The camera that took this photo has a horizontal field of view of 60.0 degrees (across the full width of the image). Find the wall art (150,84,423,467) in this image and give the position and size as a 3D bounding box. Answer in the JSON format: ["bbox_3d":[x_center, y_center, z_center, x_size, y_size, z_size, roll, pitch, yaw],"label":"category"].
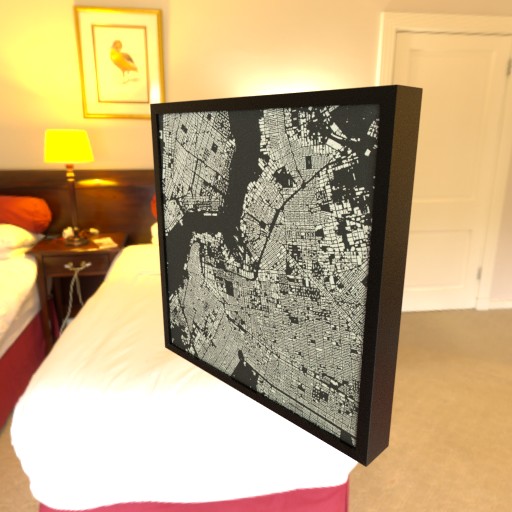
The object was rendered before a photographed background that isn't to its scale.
[{"bbox_3d":[0.000,0.000,0.444,0.037,0.299,0.299,-15,22,-43],"label":"wall art"}]
